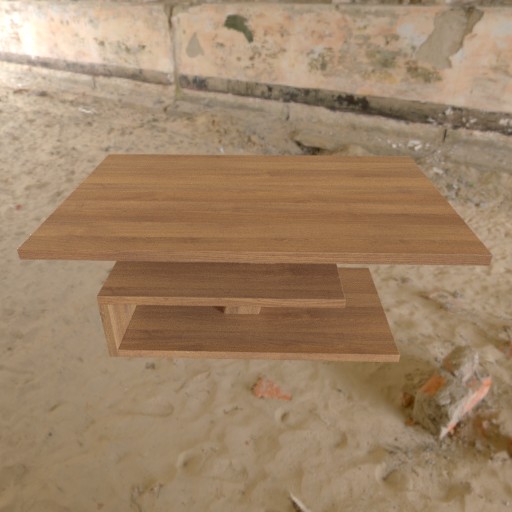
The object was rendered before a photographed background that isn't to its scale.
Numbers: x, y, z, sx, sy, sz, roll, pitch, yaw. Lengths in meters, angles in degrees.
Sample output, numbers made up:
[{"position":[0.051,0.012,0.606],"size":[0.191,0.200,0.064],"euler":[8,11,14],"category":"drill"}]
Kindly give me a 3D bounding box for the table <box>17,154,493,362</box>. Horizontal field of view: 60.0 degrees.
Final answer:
[{"position":[0.000,0.000,1.436],"size":[1.100,0.442,0.700],"euler":[1,31,1],"category":"table"}]
